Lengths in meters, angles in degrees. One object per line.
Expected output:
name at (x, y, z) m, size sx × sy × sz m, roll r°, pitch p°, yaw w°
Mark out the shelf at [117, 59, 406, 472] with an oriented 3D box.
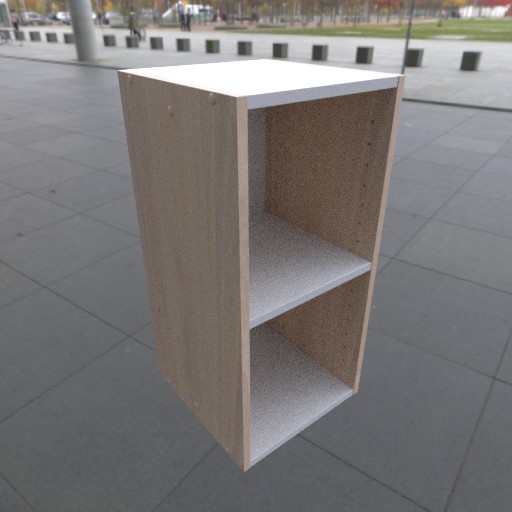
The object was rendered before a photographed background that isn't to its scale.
shelf at (0.000, 0.000, 0.772) m, size 0.290 × 0.594 × 0.297 m, roll -21°, pitch 35°, yaw -33°
